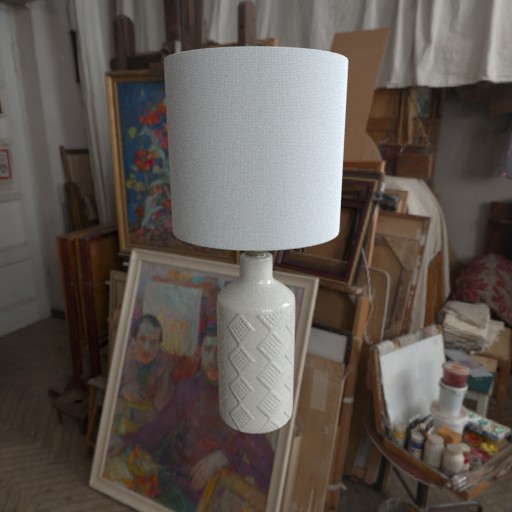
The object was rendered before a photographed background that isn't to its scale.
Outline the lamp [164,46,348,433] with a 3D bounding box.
[{"bbox_3d":[0.000,0.000,0.570,0.207,0.461,0.207,-2,16,-8],"label":"lamp"}]
